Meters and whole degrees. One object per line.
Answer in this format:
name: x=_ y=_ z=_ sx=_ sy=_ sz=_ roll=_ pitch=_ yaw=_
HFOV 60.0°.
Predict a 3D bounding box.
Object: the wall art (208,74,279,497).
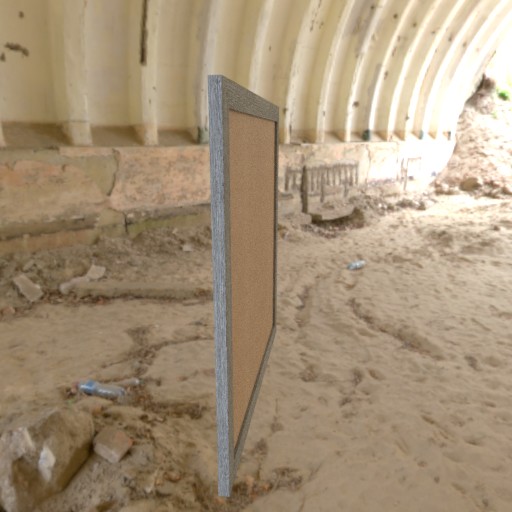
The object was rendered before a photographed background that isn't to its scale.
wall art: x=0.000 y=0.000 z=1.009 sx=0.020 sy=0.685 sz=0.685 roll=2 pitch=15 yaw=9
